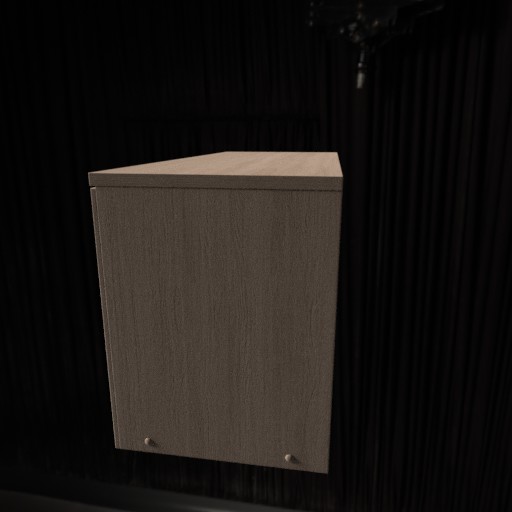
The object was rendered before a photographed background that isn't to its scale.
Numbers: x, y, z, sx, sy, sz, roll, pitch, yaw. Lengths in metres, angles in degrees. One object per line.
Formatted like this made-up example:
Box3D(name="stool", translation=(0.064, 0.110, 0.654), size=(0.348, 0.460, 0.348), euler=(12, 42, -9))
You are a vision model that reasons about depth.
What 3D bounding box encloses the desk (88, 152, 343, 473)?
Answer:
Box3D(name="desk", translation=(0.000, 0.000, 1.725), size=(0.600, 0.740, 1.390), euler=(3, 15, 9))
